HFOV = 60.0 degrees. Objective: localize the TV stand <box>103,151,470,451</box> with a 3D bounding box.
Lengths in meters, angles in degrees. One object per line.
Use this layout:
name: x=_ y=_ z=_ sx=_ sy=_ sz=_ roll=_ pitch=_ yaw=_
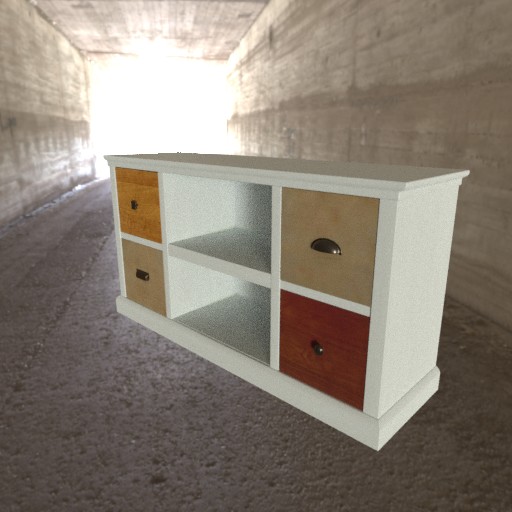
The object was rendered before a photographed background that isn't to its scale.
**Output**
TV stand: x=0.000 y=0.000 z=1.478 sx=1.187 sy=0.624 sz=0.424 roll=15 pitch=22 yaw=41
